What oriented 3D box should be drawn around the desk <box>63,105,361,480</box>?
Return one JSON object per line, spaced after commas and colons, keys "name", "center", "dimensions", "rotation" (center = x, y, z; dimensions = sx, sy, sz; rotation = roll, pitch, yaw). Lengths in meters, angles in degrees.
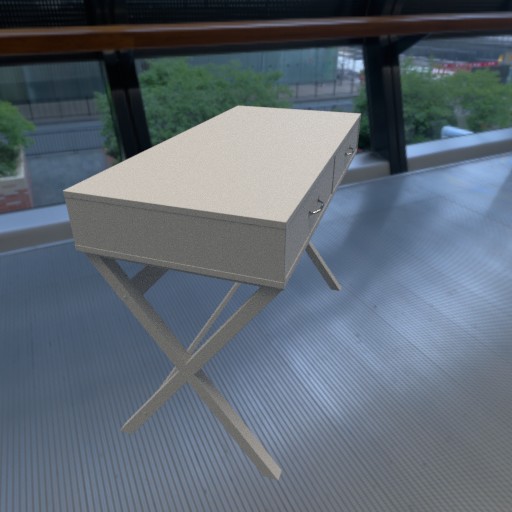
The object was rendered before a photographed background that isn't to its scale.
{"name": "desk", "center": [0.000, 0.000, 1.515], "dimensions": [0.525, 0.780, 1.057], "rotation": [9, 30, 17]}
